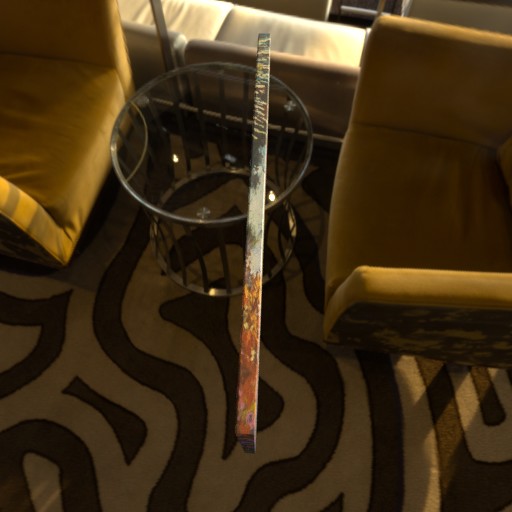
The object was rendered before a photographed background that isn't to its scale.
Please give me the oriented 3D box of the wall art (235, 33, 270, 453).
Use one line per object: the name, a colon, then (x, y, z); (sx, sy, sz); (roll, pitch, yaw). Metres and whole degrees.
wall art: (0.000, 0.000, 1.434); (0.042, 0.760, 1.136); (2, 64, 1)
